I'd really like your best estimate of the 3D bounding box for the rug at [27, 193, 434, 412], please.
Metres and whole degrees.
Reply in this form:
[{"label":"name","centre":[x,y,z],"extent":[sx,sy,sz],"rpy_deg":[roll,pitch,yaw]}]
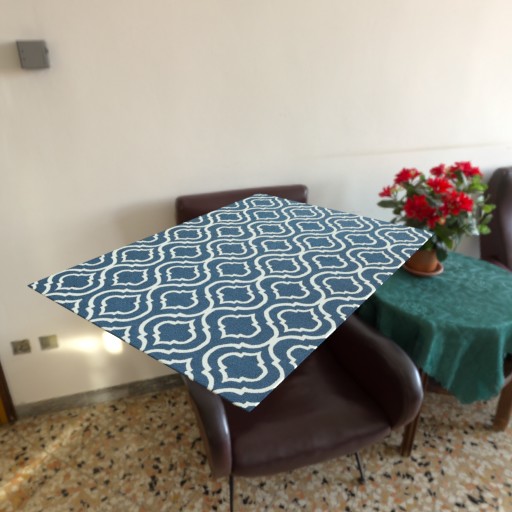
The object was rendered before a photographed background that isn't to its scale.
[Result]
[{"label":"rug","centre":[0.000,0.000,4.377],"extent":[2.438,0.010,3.353],"rpy_deg":[18,31,33]}]
